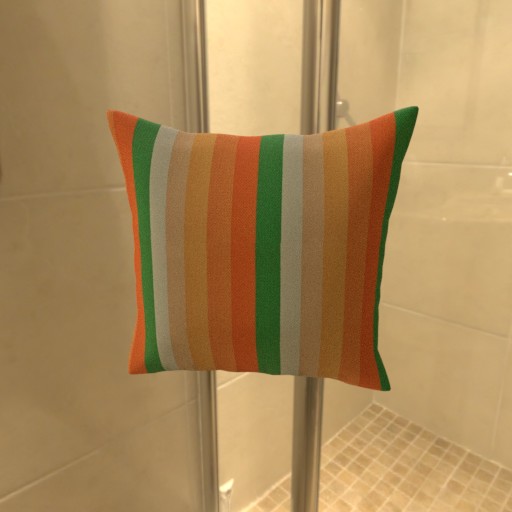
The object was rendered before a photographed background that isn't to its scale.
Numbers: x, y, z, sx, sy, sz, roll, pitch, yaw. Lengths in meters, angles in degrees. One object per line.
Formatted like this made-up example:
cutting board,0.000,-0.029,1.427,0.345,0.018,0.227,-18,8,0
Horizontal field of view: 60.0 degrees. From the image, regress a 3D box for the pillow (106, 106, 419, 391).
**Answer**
pillow,0.000,0.000,0.697,0.453,0.444,0.169,2,15,7
